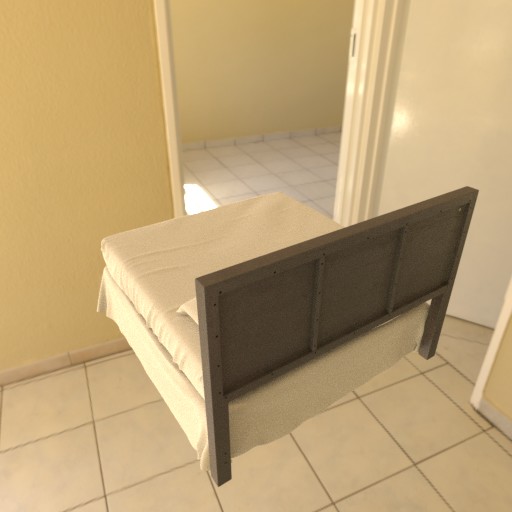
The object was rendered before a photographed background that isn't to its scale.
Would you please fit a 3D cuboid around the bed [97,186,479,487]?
[{"bbox_3d":[0.000,0.000,2.837,1.772,1.142,1.785,-19,35,-29],"label":"bed"}]
